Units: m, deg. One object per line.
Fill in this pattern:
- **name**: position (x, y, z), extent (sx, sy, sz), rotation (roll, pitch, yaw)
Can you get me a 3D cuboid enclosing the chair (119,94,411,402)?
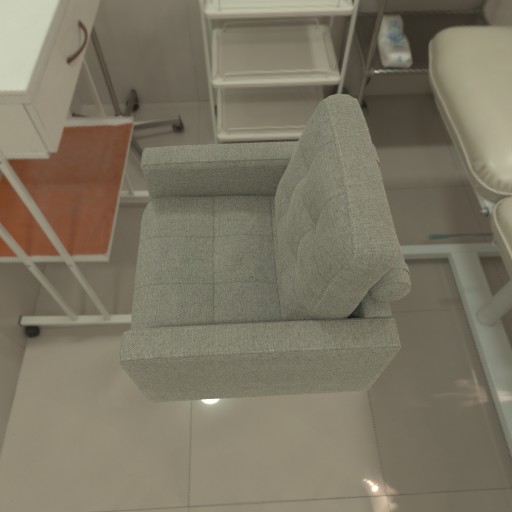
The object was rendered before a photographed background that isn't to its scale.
- **chair**: position (0.000, 0.000, 1.529), extent (0.843, 0.880, 0.821), rotation (-3, 58, -2)
